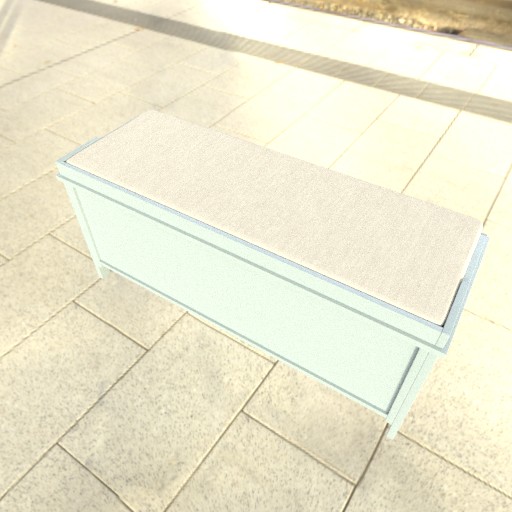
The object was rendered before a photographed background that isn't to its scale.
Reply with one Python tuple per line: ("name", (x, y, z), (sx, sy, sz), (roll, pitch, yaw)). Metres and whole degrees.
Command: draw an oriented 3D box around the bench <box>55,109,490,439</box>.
("bench", (0.000, 0.000, 1.353), (1.140, 0.501, 0.398), (24, 50, 22))
